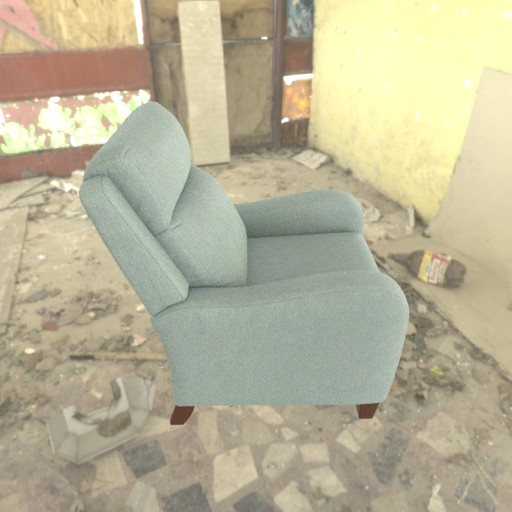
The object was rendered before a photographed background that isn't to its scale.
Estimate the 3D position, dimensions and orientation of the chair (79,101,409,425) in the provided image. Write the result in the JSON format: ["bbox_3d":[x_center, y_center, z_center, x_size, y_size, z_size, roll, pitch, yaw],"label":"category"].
[{"bbox_3d":[0.000,0.000,1.724,0.988,1.067,0.785,-1,32,-1],"label":"chair"}]
